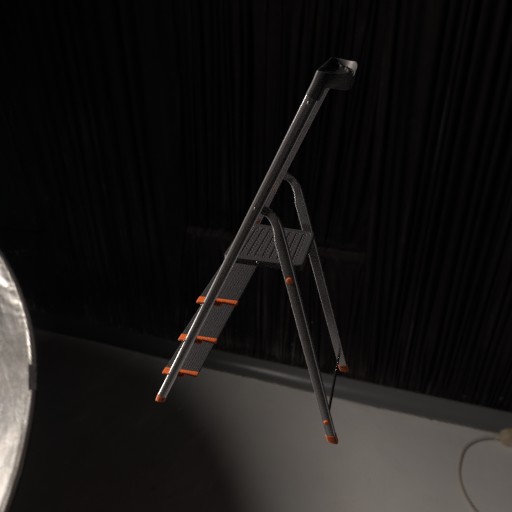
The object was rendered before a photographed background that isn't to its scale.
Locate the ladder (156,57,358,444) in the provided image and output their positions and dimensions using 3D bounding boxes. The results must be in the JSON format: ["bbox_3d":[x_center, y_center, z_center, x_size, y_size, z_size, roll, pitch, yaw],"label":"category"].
[{"bbox_3d":[0.000,0.000,1.758,0.834,1.429,0.452,8,32,14],"label":"ladder"}]
